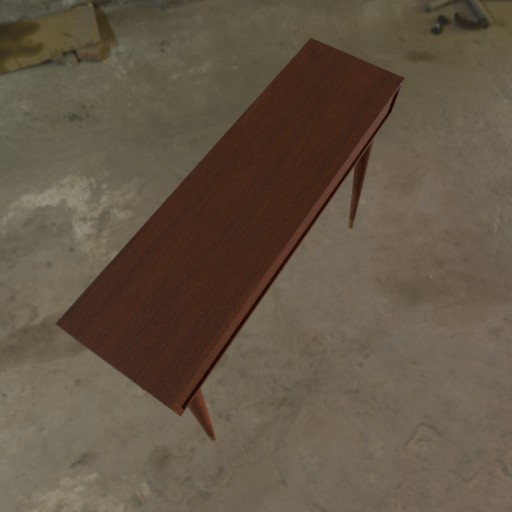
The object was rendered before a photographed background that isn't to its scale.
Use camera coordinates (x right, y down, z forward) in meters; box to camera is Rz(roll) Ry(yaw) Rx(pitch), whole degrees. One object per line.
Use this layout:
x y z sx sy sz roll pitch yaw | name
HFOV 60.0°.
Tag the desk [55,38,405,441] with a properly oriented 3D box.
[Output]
0.000 0.000 1.639 0.384 0.917 1.204 31 67 14 | desk
